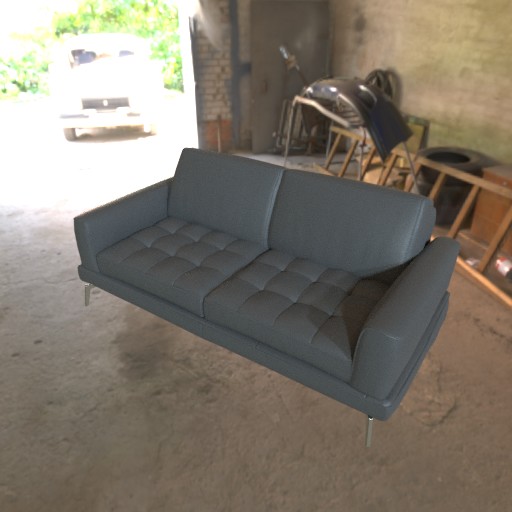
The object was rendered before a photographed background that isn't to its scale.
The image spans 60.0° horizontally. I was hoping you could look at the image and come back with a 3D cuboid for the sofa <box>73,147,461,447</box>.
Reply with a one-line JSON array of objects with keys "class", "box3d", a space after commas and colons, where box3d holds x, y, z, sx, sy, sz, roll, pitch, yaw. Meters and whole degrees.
[{"class": "sofa", "box3d": [0.000, 0.000, 2.718, 2.177, 0.930, 1.121, 18, 34, 29]}]
